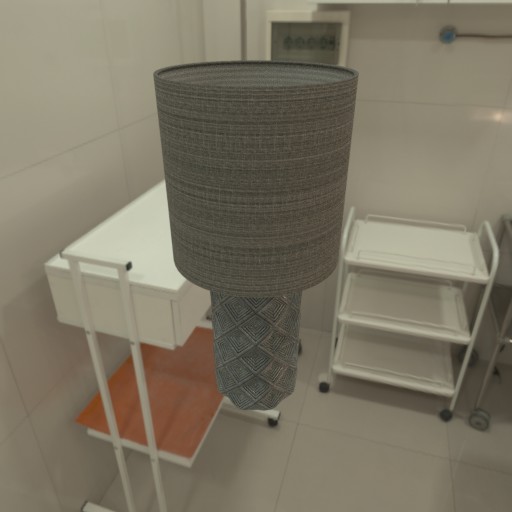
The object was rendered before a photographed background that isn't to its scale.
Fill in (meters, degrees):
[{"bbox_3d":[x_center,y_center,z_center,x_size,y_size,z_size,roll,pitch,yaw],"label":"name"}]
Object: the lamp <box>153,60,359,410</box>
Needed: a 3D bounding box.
[{"bbox_3d":[0.000,0.000,0.729,0.269,0.566,0.268,8,30,14],"label":"lamp"}]
